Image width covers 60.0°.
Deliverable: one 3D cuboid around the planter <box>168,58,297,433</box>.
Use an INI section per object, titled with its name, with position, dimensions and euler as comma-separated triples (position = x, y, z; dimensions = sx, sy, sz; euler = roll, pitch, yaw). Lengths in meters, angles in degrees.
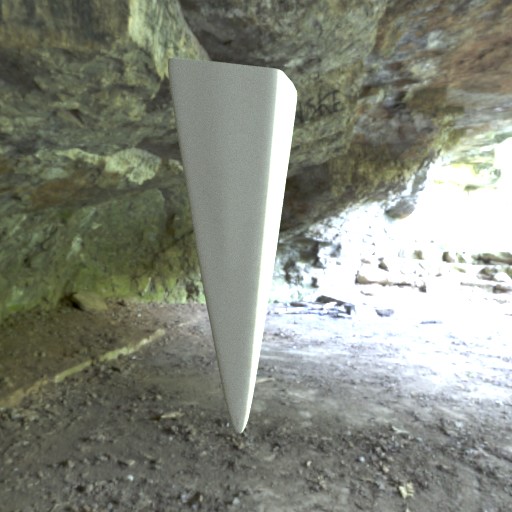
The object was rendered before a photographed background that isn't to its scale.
[planter]
position = 0.000, 0.000, 0.397
dimensions = 0.143, 0.338, 0.065
euler = -1, 1, -35
